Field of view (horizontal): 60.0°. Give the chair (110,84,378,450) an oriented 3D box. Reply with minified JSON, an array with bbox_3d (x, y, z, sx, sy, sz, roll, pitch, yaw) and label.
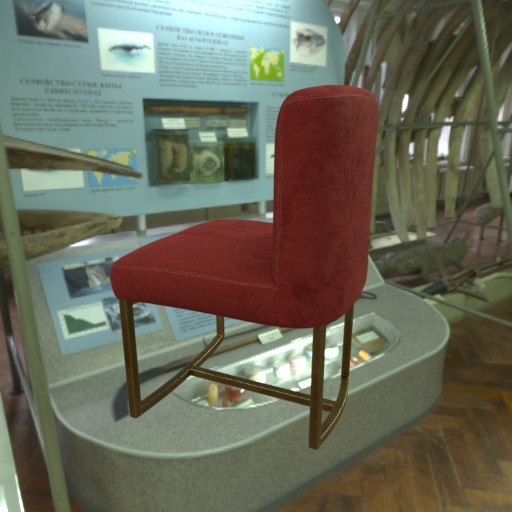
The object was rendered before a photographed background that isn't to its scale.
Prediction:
[{"bbox_3d":[0.000,0.000,1.178,0.560,0.824,0.530,7,18,23],"label":"chair"}]
